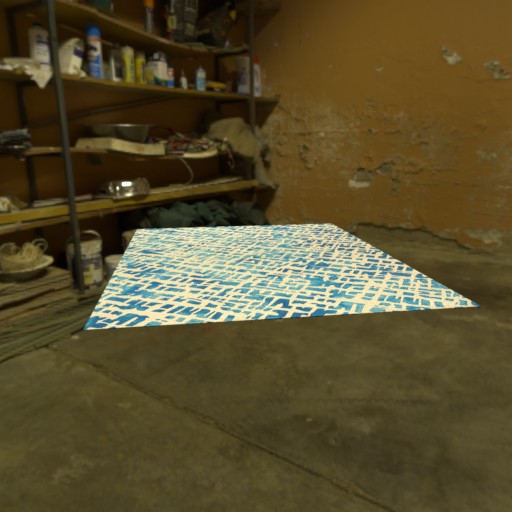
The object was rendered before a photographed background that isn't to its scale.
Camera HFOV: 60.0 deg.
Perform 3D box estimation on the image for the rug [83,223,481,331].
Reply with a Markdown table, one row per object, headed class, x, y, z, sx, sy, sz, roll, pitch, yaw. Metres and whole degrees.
| class | x | y | z | sx | sy | sz | roll | pitch | yaw |
| --- | --- | --- | --- | --- | --- | --- | --- | --- | --- |
| rug | 0.000 | 0.000 | 4.079 | 2.435 | 0.007 | 3.007 | -2 | 14 | -8 |
